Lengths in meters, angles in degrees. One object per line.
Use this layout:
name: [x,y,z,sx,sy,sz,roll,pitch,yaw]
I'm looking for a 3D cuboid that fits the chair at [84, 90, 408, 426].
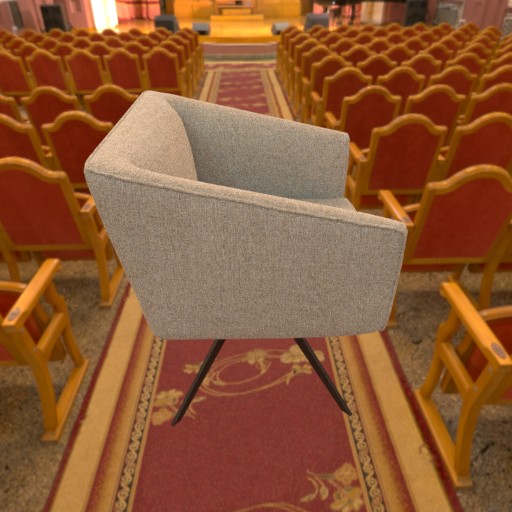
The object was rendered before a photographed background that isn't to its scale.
chair: [0.000,0.000,1.228,0.623,0.760,0.628,-1,33,-1]
